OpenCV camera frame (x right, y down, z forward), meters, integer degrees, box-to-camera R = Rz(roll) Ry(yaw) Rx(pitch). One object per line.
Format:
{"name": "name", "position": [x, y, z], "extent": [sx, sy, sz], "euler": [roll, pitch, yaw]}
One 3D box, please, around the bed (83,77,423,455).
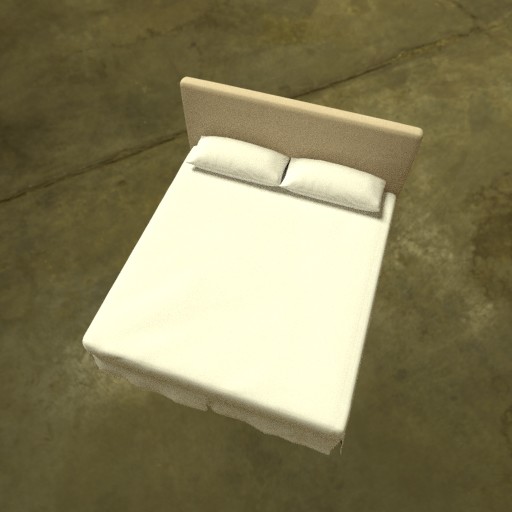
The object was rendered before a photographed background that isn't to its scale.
{"name": "bed", "position": [0.000, 0.000, 3.572], "extent": [2.119, 1.317, 2.319], "euler": [16, 59, 10]}
